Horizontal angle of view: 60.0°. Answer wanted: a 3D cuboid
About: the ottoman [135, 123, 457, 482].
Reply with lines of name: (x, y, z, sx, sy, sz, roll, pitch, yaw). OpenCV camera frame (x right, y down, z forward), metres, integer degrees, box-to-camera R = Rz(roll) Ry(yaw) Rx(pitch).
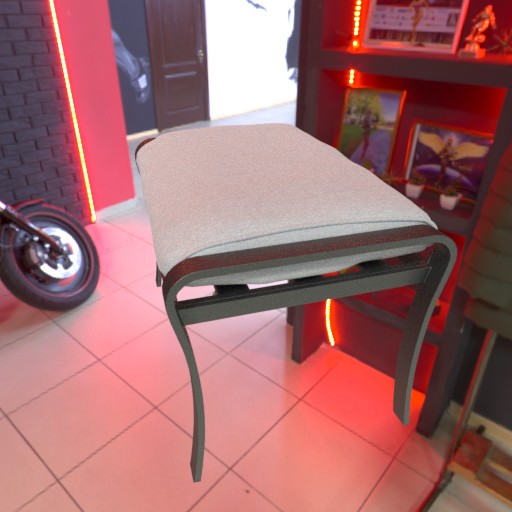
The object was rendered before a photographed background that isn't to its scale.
ottoman: (0.000, 0.000, 0.889, 0.406, 0.422, 0.610, -8, 31, -14)
